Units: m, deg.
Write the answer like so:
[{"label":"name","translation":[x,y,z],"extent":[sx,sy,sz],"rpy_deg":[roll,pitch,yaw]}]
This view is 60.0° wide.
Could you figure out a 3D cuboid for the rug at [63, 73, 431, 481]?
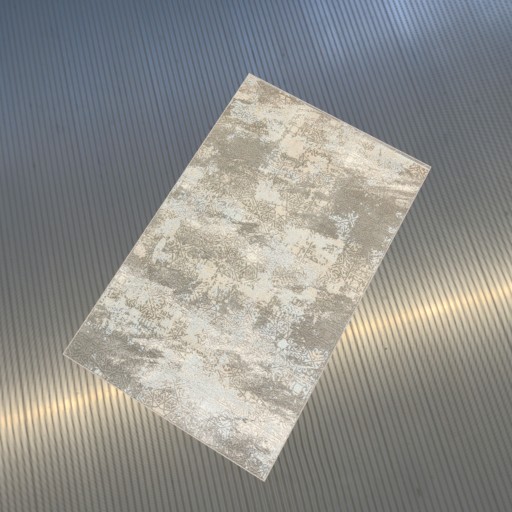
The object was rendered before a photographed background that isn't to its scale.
[{"label":"rug","translation":[0.000,0.000,3.070],"extent":[1.536,0.012,2.431],"rpy_deg":[30,79,6]}]
